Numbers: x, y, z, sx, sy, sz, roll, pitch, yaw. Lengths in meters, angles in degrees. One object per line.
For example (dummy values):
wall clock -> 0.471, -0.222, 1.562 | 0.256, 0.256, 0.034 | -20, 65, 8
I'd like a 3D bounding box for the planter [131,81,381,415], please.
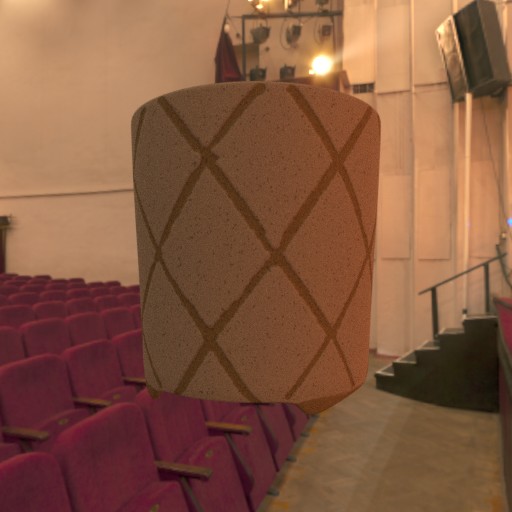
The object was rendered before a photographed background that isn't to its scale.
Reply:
planter -> 0.000, 0.000, 0.349 | 0.191, 0.199, 0.191 | 0, -1, 0
